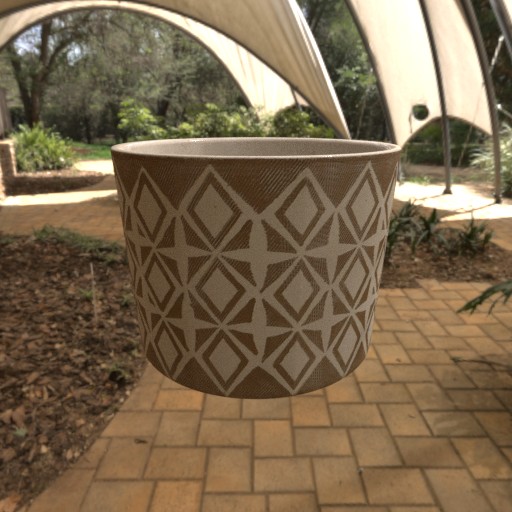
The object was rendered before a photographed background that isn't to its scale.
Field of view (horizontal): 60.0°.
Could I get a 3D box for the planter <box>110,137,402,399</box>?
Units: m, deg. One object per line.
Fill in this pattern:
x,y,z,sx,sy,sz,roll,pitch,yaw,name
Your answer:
0.000,0.000,0.448,0.260,0.220,0.260,0,18,0,planter
